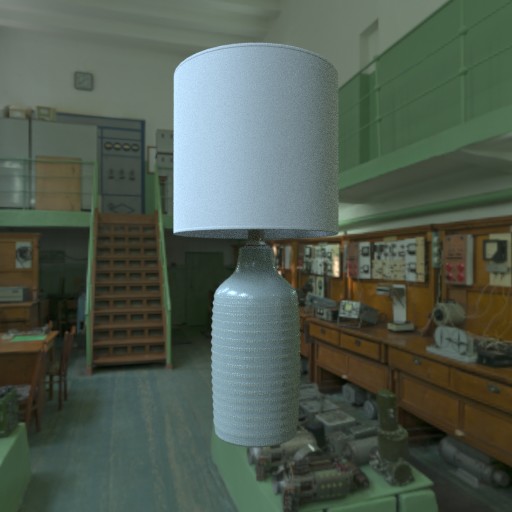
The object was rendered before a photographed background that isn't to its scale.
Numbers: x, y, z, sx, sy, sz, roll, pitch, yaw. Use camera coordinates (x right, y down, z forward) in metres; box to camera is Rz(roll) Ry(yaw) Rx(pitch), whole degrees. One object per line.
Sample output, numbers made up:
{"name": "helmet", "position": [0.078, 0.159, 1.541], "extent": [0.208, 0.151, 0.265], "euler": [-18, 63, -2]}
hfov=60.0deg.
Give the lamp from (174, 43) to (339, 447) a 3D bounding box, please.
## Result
{"name": "lamp", "position": [0.000, 0.000, 0.603], "extent": [0.220, 0.475, 0.220], "euler": [0, -1, -19]}
